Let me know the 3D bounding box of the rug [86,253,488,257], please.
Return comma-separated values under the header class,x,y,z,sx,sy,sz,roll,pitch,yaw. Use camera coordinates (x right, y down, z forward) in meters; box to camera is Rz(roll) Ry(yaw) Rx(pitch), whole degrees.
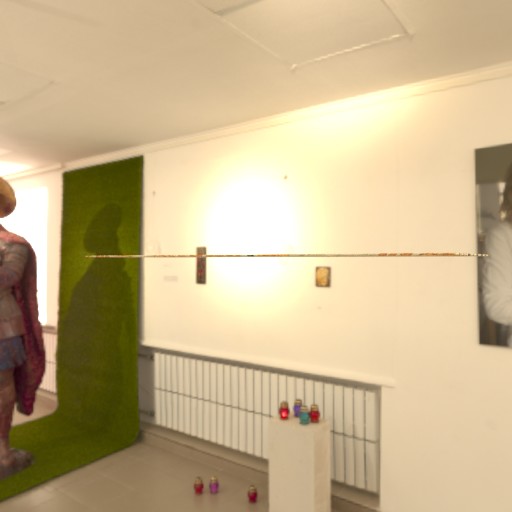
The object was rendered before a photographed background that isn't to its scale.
class,x,y,z,sx,sy,sz,roll,pitch,yaw
rug,0.000,0.000,2.707,2.437,0.010,0.783,0,-1,35
